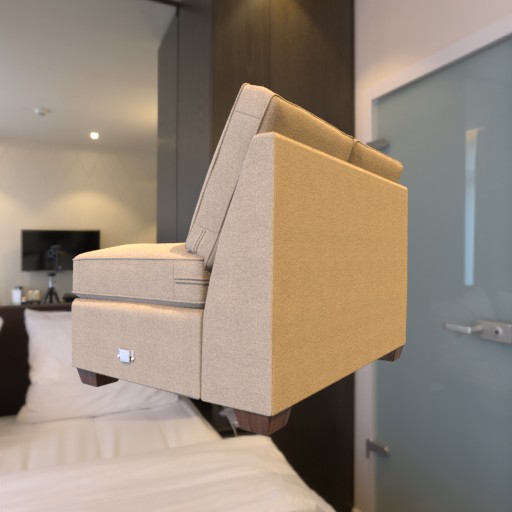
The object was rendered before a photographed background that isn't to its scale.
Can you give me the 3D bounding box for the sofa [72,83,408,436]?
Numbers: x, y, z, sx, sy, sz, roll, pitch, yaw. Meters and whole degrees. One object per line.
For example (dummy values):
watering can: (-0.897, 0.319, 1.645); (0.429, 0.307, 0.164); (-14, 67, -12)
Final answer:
sofa: (0.000, 0.000, 1.964); (0.978, 1.006, 1.232); (0, 0, 35)
